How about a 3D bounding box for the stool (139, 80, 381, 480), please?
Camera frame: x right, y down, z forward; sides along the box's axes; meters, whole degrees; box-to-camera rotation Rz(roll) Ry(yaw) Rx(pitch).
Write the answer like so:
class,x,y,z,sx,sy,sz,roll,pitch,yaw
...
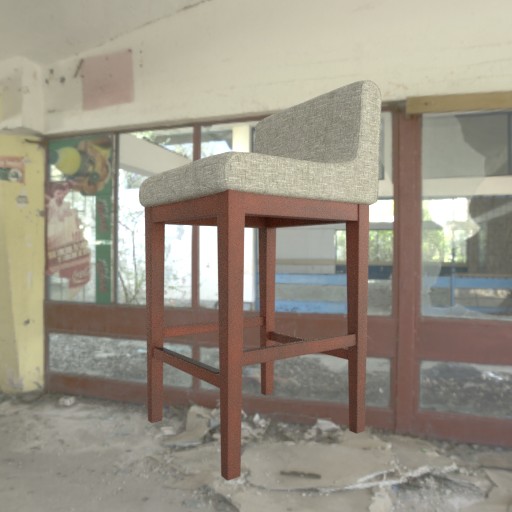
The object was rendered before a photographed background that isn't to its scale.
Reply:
class,x,y,z,sx,sy,sz,roll,pitch,yaw
stool,0.000,0.000,1.093,0.459,0.835,0.417,0,1,-37
